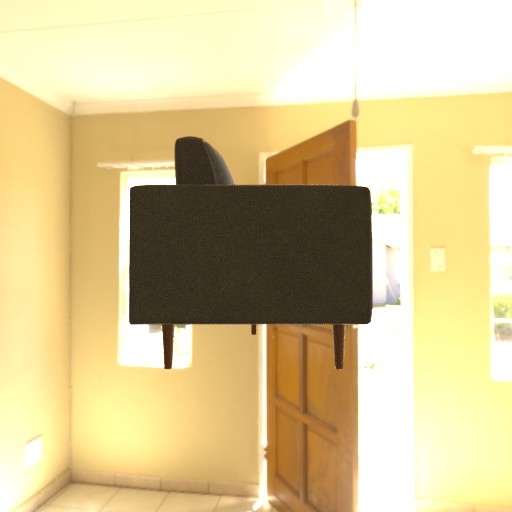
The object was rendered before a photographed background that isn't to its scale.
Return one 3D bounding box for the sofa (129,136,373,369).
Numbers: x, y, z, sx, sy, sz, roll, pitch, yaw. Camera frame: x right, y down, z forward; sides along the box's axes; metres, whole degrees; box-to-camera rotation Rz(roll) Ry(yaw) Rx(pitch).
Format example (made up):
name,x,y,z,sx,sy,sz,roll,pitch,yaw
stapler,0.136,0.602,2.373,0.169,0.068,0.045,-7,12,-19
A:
name,x,y,z,sx,sy,sz,roll,pitch,yaw
sofa,0.000,0.000,2.547,0.879,0.899,2.029,0,-1,0
